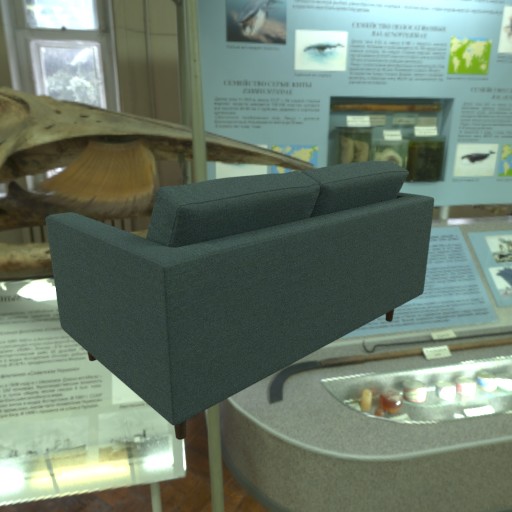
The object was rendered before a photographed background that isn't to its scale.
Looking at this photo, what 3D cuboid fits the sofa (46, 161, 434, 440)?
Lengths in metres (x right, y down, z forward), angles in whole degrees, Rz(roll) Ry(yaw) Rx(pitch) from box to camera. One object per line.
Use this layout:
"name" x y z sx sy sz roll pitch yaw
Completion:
"sofa" 0.000 0.000 2.216 1.659 0.907 0.999 -15 23 -41
